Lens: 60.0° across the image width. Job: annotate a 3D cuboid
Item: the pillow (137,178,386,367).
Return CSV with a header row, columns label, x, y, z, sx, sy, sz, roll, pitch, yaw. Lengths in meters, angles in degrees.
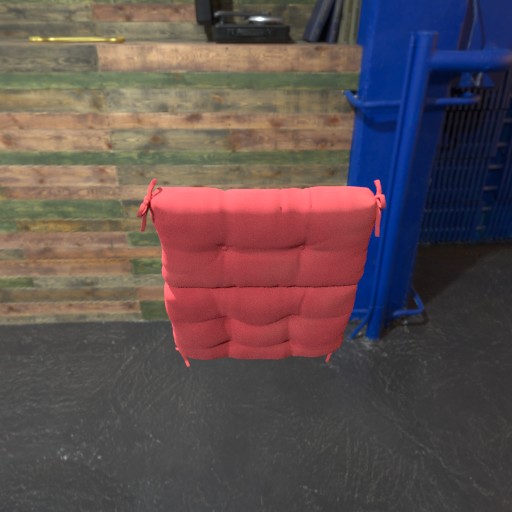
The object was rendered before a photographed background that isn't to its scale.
label,x,y,z,sx,sy,sz,roll,pitch,yaw
pillow,0.000,0.000,1.506,0.526,0.863,1.016,0,30,-1
